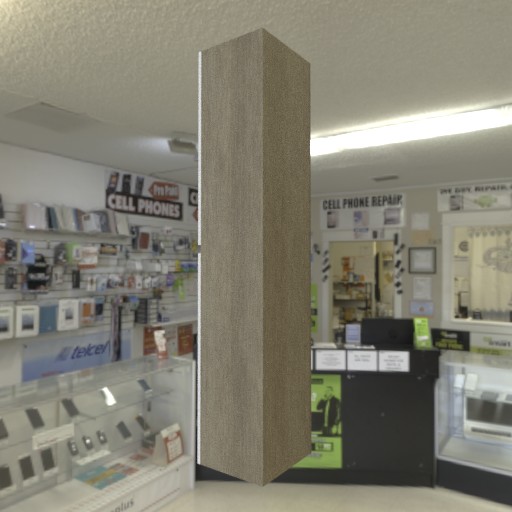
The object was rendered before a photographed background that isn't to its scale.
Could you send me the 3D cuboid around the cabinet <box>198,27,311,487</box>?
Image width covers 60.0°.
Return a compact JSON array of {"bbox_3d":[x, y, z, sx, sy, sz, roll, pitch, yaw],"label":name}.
[{"bbox_3d":[0.000,0.000,1.551,0.270,1.400,0.300,-1,-2,36],"label":"cabinet"}]
